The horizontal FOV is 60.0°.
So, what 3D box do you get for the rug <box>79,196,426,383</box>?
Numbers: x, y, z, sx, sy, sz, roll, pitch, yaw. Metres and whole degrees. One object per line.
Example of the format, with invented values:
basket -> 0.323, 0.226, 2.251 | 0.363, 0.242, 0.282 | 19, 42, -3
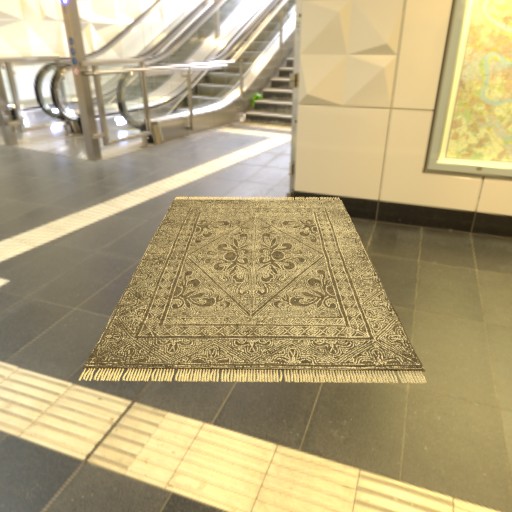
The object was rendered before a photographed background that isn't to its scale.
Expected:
rug -> 0.000, 0.000, 2.996 | 1.529, 0.010, 2.440 | 0, 26, 1
